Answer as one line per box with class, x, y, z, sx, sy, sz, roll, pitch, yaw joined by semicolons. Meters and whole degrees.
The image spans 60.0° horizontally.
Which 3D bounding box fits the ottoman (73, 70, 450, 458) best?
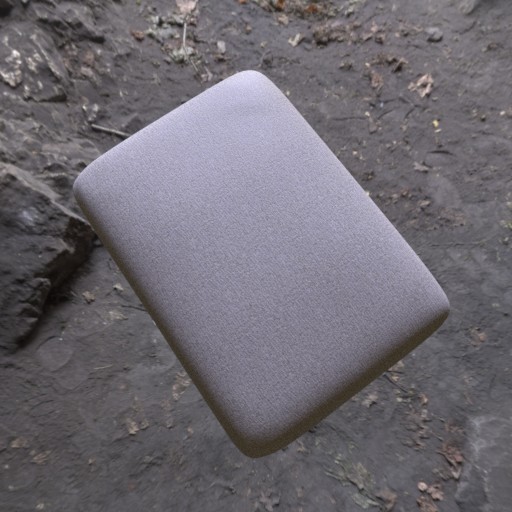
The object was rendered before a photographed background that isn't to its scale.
ottoman;0.000;0.000;1.101;0.568;0.420;0.772;-35;78;-8
